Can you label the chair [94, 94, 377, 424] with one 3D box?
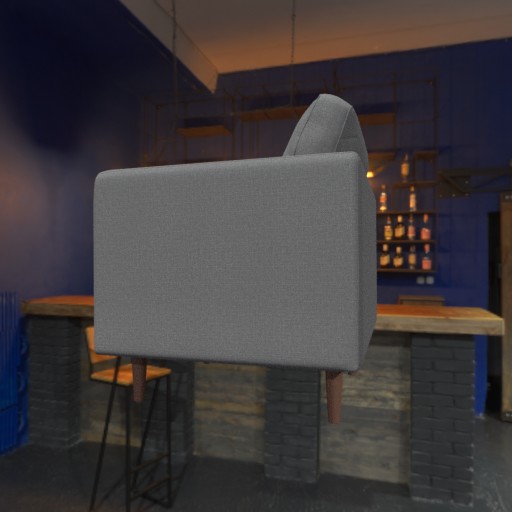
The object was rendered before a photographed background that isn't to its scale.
[{"bbox_3d":[0.000,0.000,1.579,0.800,0.927,0.854,0,0,18],"label":"chair"}]
